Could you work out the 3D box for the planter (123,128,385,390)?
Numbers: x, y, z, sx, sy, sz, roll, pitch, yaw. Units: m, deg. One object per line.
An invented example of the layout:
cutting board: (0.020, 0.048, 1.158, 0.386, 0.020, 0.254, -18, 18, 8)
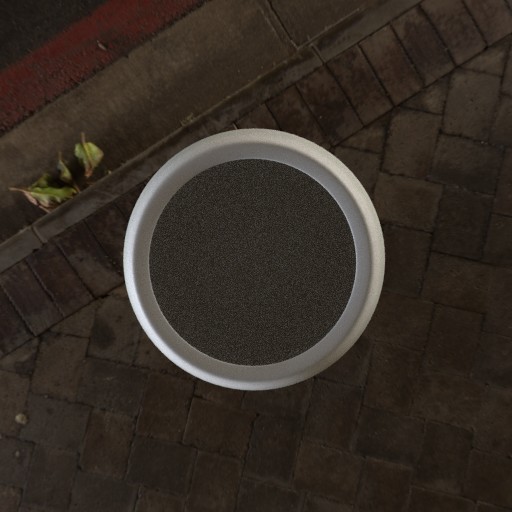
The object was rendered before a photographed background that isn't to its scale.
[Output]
planter: (0.000, 0.000, 0.335, 0.161, 0.224, 0.161, 0, 92, 1)
